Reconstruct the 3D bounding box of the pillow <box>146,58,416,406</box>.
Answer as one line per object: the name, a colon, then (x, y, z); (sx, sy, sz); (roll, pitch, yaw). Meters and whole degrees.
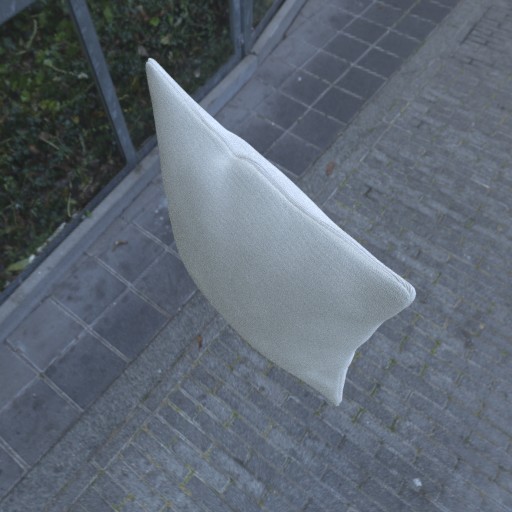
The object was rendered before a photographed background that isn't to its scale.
pillow: (0.000, 0.000, 0.652); (0.162, 0.420, 0.437); (-35, 65, -20)
